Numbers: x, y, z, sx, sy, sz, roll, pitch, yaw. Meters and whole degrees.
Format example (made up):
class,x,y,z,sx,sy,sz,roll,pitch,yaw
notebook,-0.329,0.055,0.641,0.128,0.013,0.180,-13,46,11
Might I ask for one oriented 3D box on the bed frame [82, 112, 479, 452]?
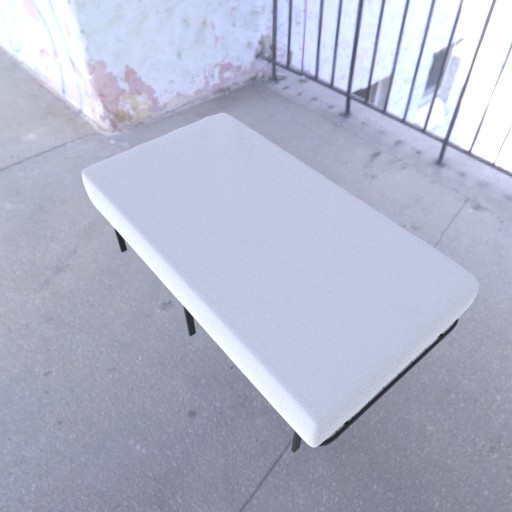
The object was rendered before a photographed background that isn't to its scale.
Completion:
class,x,y,z,sx,sy,sz,roll,pitch,yaw
bed frame,0.000,0.000,2.391,1.025,0.640,1.908,-31,54,-26
